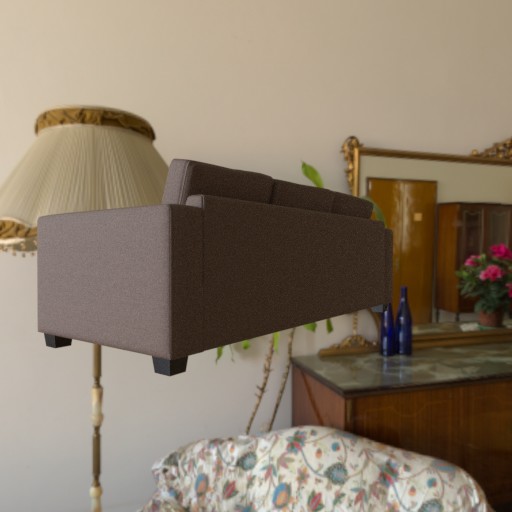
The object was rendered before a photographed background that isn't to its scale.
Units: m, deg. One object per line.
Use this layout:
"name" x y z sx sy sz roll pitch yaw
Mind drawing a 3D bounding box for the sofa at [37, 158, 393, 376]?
"sofa" 0.000 0.000 2.601 0.900 0.806 2.160 0 1 37
